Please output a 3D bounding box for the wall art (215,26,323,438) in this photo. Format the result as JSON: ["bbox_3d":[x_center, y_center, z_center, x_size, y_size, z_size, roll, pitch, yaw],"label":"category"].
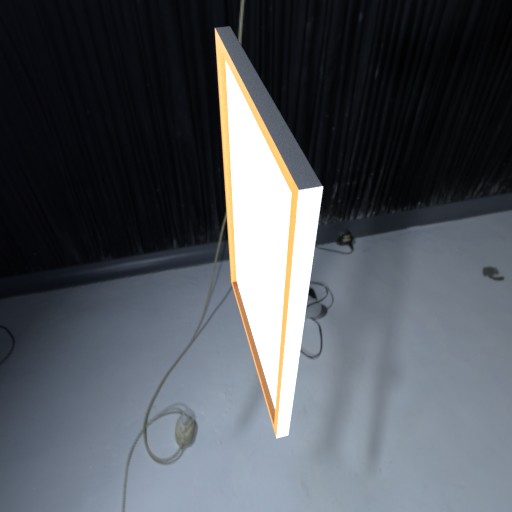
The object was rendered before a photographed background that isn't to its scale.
[{"bbox_3d":[0.000,0.000,0.767,0.025,0.608,0.405,-11,48,-10],"label":"wall art"}]
